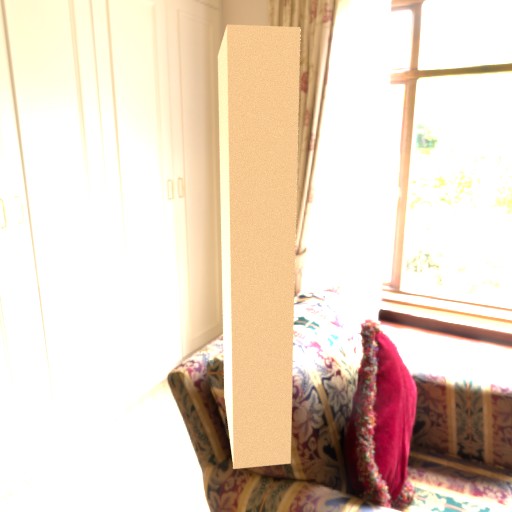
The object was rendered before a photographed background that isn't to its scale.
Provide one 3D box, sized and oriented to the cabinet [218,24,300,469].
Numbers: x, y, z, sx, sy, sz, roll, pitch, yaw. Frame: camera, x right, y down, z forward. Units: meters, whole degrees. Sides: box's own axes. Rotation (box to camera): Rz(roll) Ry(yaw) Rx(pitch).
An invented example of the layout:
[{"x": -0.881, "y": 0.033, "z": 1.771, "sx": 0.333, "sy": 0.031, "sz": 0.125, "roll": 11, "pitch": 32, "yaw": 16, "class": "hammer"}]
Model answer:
[{"x": 0.000, "y": 0.000, "z": 1.850, "sx": 0.255, "sy": 1.630, "sz": 0.520, "roll": -2, "pitch": 14, "yaw": -8, "class": "cabinet"}]
